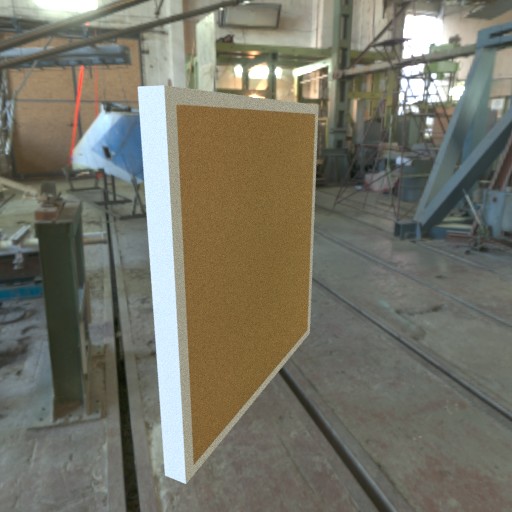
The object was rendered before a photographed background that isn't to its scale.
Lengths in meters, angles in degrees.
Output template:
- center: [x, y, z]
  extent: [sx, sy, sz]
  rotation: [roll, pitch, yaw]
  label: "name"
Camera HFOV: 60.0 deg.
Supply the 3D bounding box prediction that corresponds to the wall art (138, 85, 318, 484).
- center: [0.000, 0.000, 0.757]
  extent: [0.035, 0.507, 0.508]
  rotation: [8, 18, 25]
  label: "wall art"
